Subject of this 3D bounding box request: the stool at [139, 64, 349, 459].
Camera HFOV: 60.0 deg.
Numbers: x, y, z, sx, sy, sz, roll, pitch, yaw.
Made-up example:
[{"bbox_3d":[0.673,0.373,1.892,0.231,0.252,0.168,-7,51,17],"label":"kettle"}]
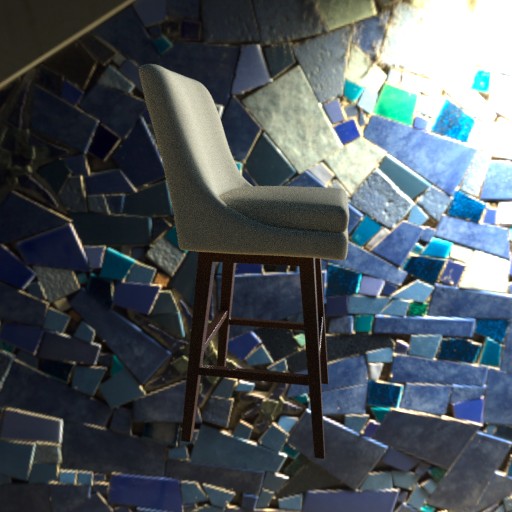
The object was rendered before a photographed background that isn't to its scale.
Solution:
[{"bbox_3d":[0.000,0.000,1.405,0.559,1.093,0.483,3,15,10],"label":"stool"}]
